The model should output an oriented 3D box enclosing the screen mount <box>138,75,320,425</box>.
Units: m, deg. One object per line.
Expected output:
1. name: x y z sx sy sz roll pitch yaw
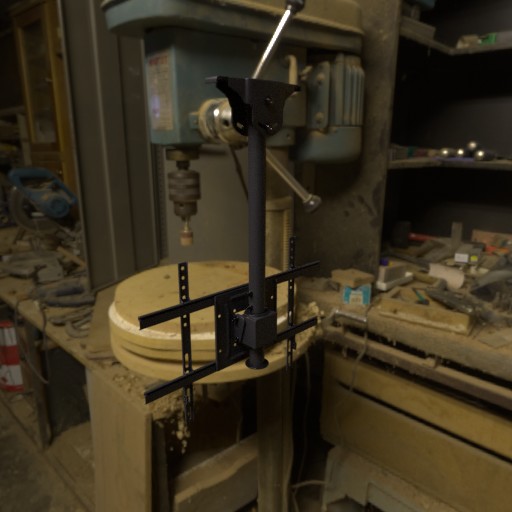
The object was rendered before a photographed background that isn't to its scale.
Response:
1. screen mount: 0.000 0.000 1.054 0.595 0.775 0.090 -15 21 -43
